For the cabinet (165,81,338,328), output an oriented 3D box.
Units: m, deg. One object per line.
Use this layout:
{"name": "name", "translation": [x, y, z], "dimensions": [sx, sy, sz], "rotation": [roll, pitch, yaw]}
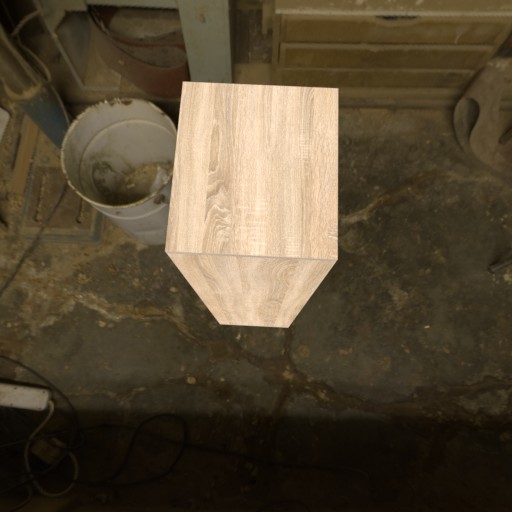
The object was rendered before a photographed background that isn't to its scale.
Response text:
{"name": "cabinet", "translation": [0.000, 0.000, 2.165], "dimensions": [0.450, 1.960, 0.510], "rotation": [3, 75, 1]}
